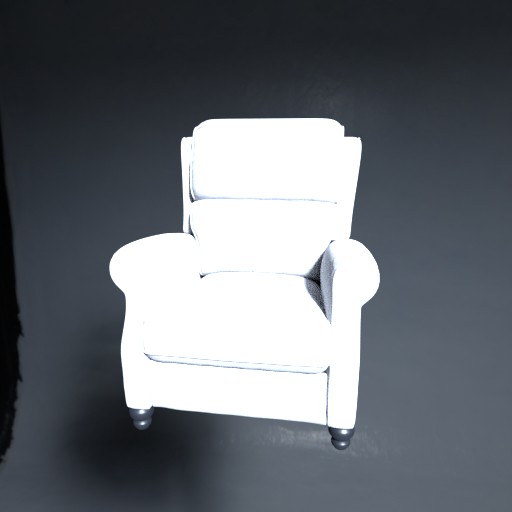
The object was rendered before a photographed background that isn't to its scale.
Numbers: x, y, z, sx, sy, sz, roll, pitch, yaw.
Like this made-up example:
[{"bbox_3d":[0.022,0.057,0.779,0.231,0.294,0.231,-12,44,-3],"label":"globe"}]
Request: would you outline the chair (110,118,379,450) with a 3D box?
[{"bbox_3d":[0.000,0.000,1.725,0.859,1.046,0.919,2,15,9],"label":"chair"}]
